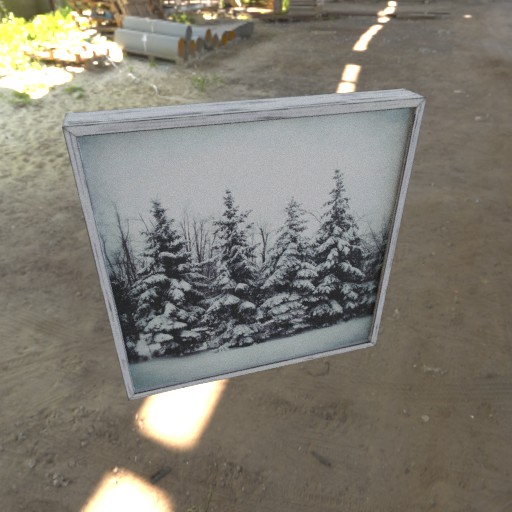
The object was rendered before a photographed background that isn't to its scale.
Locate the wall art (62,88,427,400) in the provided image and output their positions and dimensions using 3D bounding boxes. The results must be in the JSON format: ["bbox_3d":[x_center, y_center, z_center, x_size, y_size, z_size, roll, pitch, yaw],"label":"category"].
[{"bbox_3d":[0.000,0.000,0.455,0.303,0.303,0.036,-9,35,-13],"label":"wall art"}]
